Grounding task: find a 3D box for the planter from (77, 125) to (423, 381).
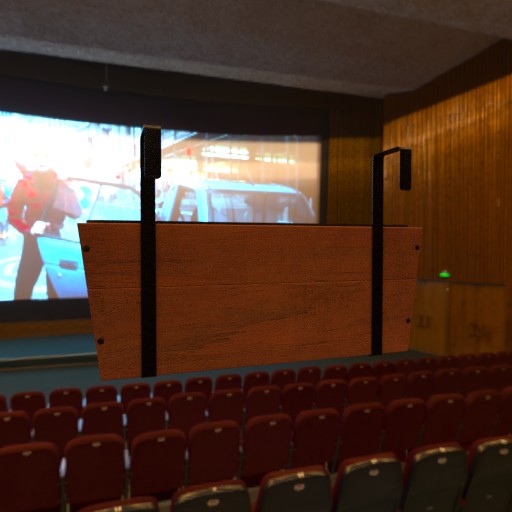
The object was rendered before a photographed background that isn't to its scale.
[{"bbox_3d":[0.000,0.000,0.650,0.480,0.289,0.262,-1,2,-19],"label":"planter"}]
